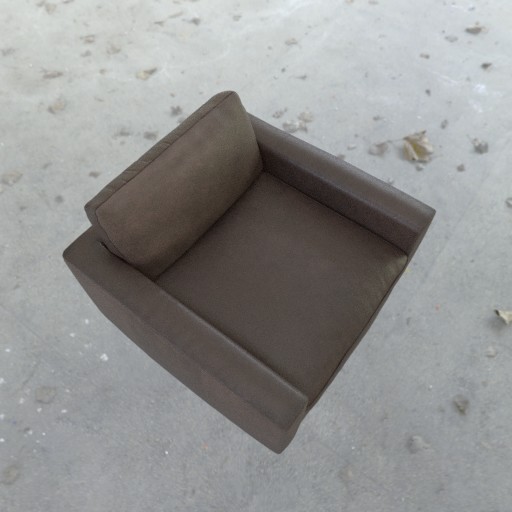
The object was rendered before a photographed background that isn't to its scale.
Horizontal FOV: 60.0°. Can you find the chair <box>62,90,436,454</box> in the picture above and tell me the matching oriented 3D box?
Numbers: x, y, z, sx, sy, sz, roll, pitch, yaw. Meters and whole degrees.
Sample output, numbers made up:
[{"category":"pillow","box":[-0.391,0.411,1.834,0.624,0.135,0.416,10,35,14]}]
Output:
[{"category":"chair","box":[0.000,0.000,1.845,1.069,0.812,1.100,33,64,18]}]
